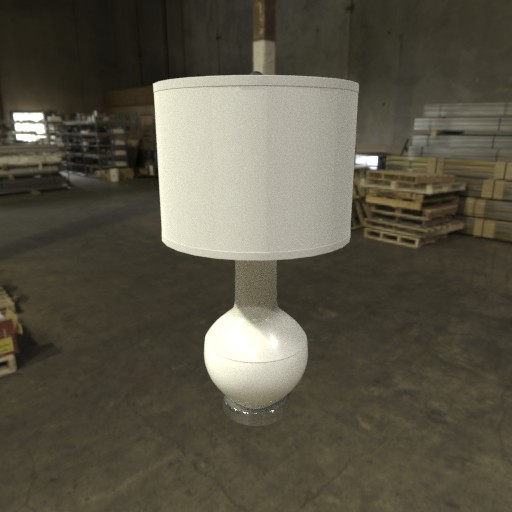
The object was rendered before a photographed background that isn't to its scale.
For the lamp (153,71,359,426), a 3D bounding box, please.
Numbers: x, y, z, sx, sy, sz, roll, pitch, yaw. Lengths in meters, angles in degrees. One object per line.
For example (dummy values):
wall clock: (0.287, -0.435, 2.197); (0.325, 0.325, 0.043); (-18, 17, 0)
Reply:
lamp: (0.000, 0.000, 0.868); (0.357, 0.673, 0.357); (-15, 22, -41)
